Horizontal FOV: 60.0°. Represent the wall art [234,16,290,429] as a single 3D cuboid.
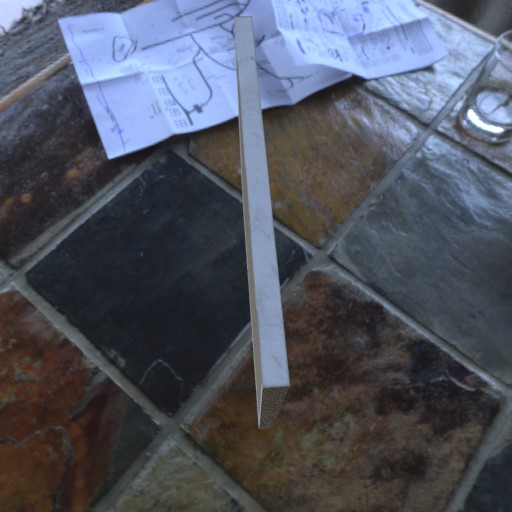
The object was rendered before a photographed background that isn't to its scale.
[{"bbox_3d":[0.000,0.000,1.113,0.038,0.757,0.760,-4,65,-2],"label":"wall art"}]
